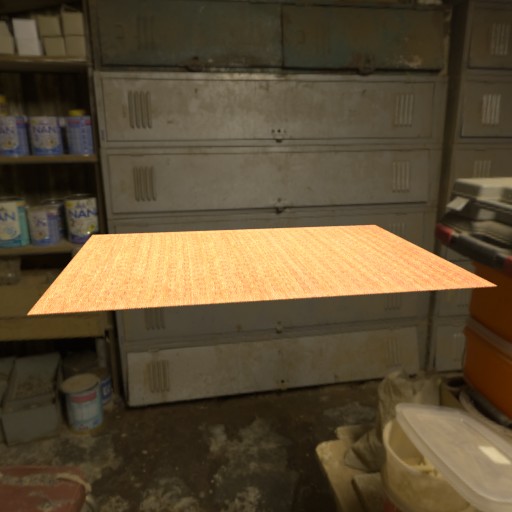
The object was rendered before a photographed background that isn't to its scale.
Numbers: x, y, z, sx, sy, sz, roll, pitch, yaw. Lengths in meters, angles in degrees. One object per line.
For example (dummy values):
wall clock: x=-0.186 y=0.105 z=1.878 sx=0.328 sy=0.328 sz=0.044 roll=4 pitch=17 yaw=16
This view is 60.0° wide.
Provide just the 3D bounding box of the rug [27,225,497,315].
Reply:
rug: x=0.000 y=0.000 z=2.845 sx=2.285 sy=0.006 sz=1.524 roll=-3 pitch=16 yaw=-9
